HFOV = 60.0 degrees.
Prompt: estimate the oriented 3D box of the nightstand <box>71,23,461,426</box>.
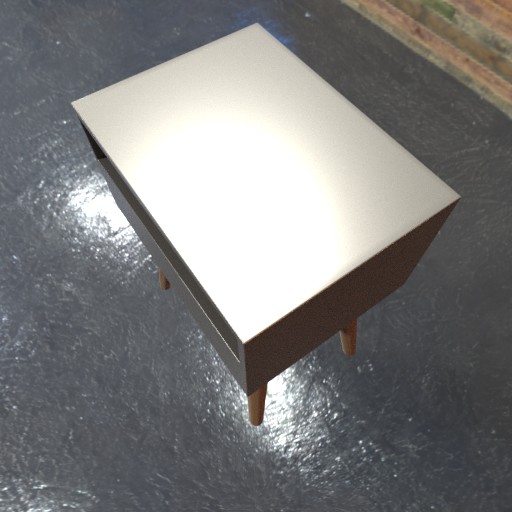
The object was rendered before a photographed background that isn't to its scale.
[{"bbox_3d":[0.000,0.000,0.721,0.288,0.508,0.370,-32,65,-17],"label":"nightstand"}]
